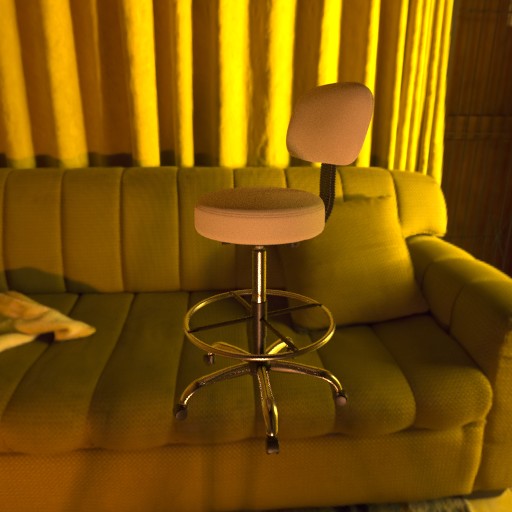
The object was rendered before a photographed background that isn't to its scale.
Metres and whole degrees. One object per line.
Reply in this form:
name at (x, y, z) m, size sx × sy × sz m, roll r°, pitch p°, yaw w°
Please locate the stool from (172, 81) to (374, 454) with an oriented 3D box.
stool at (0.000, 0.000, 1.458) m, size 0.616 × 1.080 × 0.609 m, roll -8°, pitch 20°, yaw -24°
